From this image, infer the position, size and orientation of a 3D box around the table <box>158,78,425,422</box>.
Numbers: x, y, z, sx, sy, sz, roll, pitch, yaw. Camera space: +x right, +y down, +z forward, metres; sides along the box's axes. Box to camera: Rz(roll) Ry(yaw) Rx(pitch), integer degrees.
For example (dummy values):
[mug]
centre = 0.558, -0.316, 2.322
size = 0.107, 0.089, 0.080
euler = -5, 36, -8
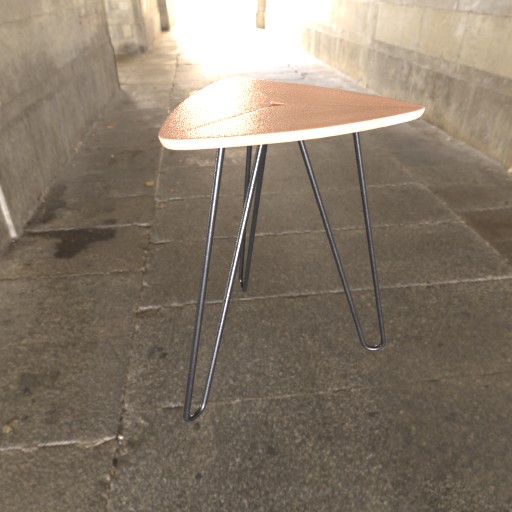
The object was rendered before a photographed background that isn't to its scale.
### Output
[table]
centre = 0.000, 0.000, 0.873
size = 0.442, 0.564, 0.455
euler = 22, 38, 31
